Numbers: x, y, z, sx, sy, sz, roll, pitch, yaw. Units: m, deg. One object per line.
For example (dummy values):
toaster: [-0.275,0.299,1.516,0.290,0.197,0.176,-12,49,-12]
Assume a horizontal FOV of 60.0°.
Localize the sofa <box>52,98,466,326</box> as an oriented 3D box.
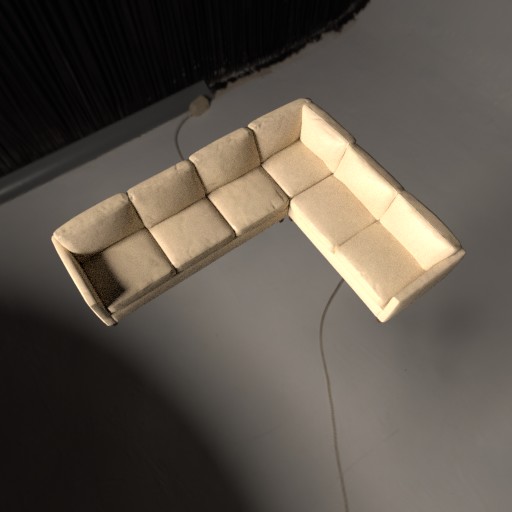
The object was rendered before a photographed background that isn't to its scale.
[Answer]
sofa: [0.000,0.000,4.588,3.302,0.947,2.593,-32,68,-15]
